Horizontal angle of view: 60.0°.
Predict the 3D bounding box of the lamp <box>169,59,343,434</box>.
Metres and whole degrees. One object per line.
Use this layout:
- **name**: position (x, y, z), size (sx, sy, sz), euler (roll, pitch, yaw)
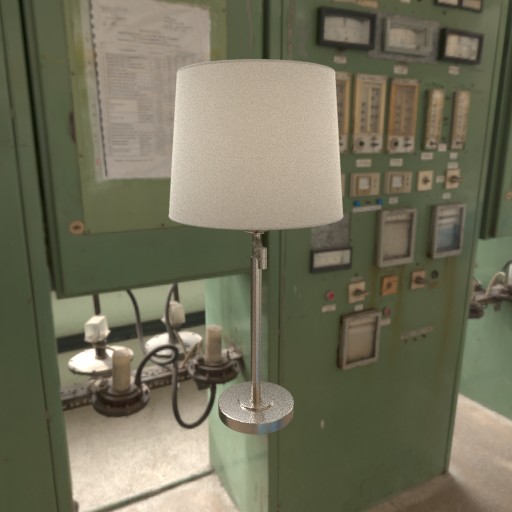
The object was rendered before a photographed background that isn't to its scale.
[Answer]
- **lamp**: position (0.000, 0.000, 0.880), size (0.333, 0.696, 0.333), euler (0, 14, 0)
